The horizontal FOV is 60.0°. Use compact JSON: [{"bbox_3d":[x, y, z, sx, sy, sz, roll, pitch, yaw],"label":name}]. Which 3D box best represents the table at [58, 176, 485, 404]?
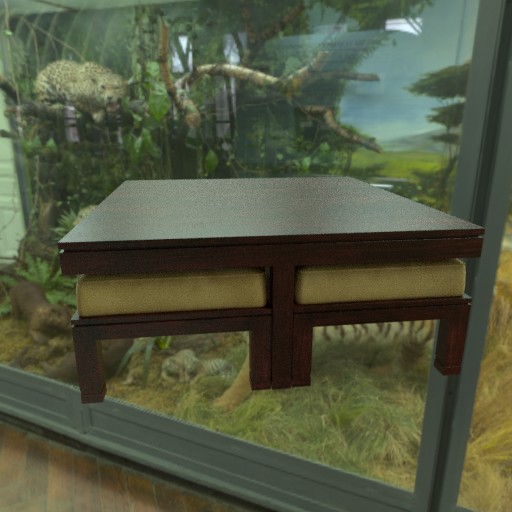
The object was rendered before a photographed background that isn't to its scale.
[{"bbox_3d":[0.000,0.000,1.346,0.865,0.356,0.865,-2,17,-7],"label":"table"}]
